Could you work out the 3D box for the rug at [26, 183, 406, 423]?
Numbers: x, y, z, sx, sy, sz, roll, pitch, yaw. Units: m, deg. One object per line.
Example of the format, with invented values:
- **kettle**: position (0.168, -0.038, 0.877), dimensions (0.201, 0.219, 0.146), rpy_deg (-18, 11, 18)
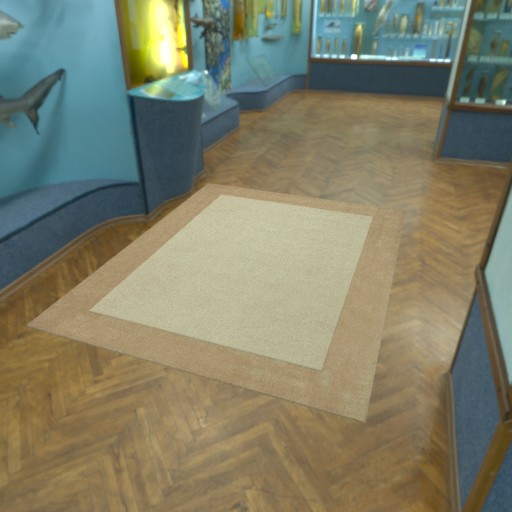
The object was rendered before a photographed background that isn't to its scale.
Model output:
- **rug**: position (0.000, 0.000, 4.084), dimensions (2.438, 0.014, 3.048), rpy_deg (11, 32, 17)
